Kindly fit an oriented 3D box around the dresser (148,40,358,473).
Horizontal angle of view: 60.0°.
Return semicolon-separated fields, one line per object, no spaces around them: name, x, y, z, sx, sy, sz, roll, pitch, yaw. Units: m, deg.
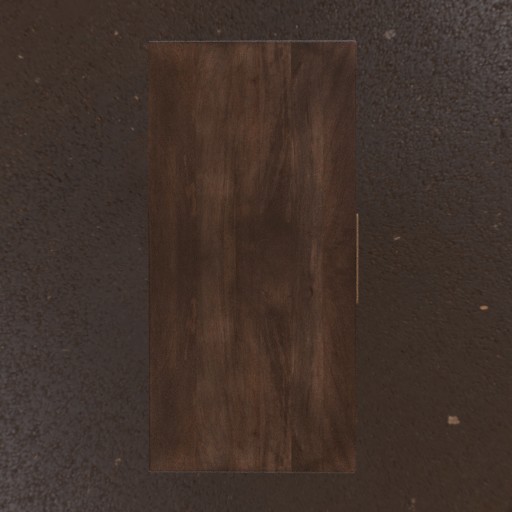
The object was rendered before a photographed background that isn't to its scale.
dresser;0.000;0.000;1.347;0.453;0.801;0.923;0;90;0
